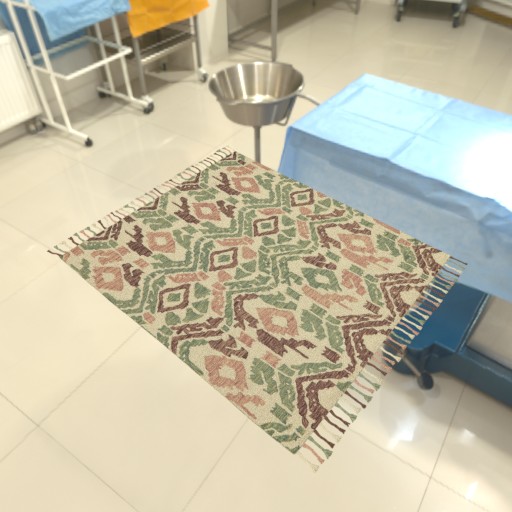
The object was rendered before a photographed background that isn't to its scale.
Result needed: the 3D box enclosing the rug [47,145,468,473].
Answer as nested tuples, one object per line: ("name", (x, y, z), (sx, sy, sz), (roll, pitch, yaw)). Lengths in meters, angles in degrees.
("rug", (0.000, 0.000, 4.058), (3.048, 0.010, 2.438), (31, 53, 28))
